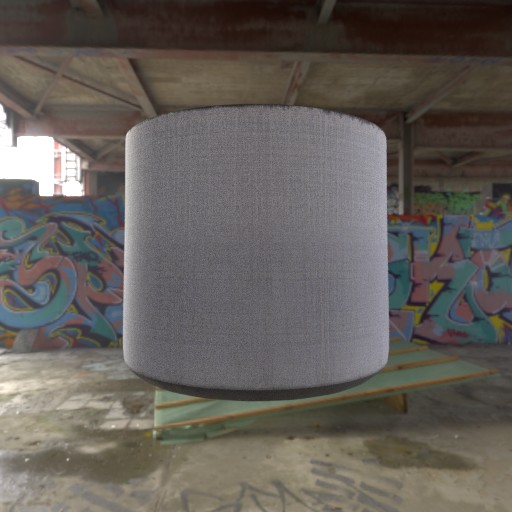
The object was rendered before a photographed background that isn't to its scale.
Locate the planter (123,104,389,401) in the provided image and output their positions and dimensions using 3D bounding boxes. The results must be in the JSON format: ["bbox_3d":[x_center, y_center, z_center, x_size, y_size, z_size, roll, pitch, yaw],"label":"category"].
[{"bbox_3d":[0.000,0.000,0.441,0.254,0.221,0.254,0,0,0],"label":"planter"}]
